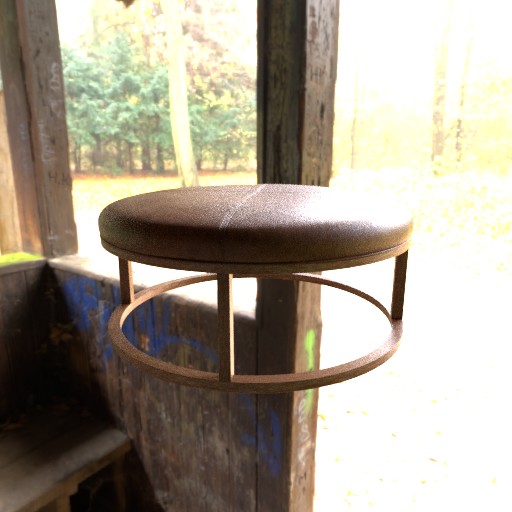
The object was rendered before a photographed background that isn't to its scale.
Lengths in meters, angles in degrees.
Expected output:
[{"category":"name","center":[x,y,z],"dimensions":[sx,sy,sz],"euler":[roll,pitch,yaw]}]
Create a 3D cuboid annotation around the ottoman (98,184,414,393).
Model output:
[{"category":"ottoman","center":[0.000,0.000,1.520],"dimensions":[1.006,0.445,1.006],"euler":[0,14,0]}]
